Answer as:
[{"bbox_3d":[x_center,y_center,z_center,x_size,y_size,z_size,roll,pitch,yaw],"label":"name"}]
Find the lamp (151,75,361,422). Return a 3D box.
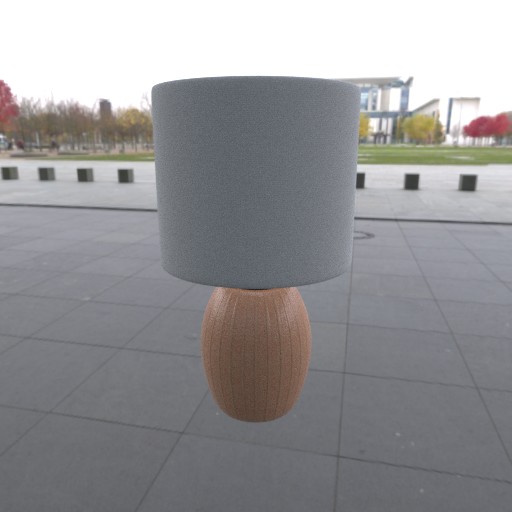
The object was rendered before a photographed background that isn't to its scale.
[{"bbox_3d":[0.000,0.000,0.778,0.329,0.570,0.329,0,15,0],"label":"lamp"}]
